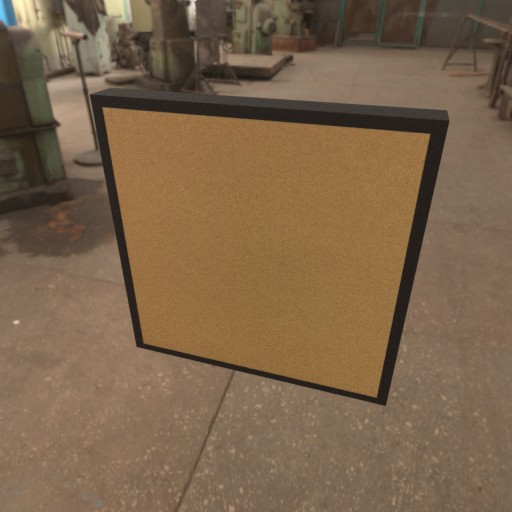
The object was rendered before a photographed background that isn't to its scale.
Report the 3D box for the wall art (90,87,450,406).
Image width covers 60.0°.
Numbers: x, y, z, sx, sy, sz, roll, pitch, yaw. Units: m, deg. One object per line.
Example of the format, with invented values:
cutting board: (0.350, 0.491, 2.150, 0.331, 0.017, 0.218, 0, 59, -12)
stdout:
wall art: (0.000, 0.000, 0.453, 0.305, 0.304, 0.033, 9, 32, 15)
